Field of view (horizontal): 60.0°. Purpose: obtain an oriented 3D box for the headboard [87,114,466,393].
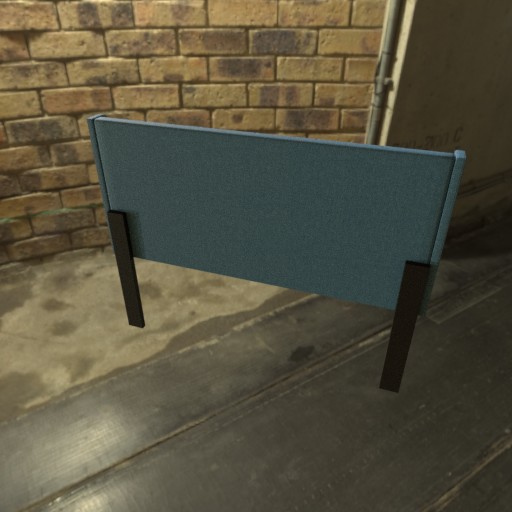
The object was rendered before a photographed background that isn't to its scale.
[{"bbox_3d":[0.000,0.000,2.731,2.051,1.524,0.184,11,34,16],"label":"headboard"}]
